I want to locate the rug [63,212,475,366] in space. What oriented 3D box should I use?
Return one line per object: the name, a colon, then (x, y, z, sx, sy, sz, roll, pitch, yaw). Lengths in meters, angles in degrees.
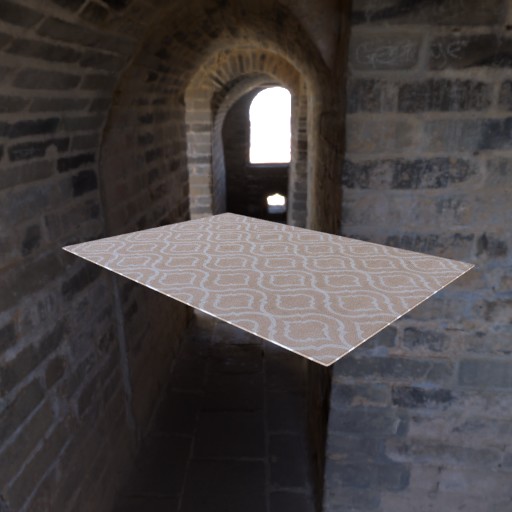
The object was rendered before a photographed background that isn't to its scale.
rug: (0.000, 0.000, 2.795, 2.134, 0.010, 1.524, 16, 24, 41)
